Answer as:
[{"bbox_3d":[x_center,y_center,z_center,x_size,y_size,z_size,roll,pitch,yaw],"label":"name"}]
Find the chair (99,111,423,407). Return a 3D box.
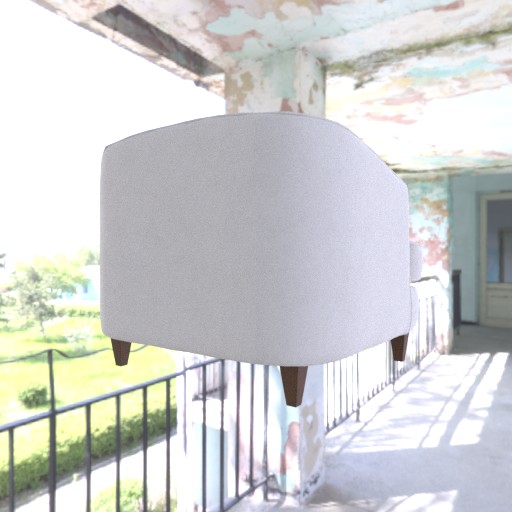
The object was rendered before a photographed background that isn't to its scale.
[{"bbox_3d":[0.000,0.000,1.788,1.104,0.852,0.941,0,1,35],"label":"chair"}]
